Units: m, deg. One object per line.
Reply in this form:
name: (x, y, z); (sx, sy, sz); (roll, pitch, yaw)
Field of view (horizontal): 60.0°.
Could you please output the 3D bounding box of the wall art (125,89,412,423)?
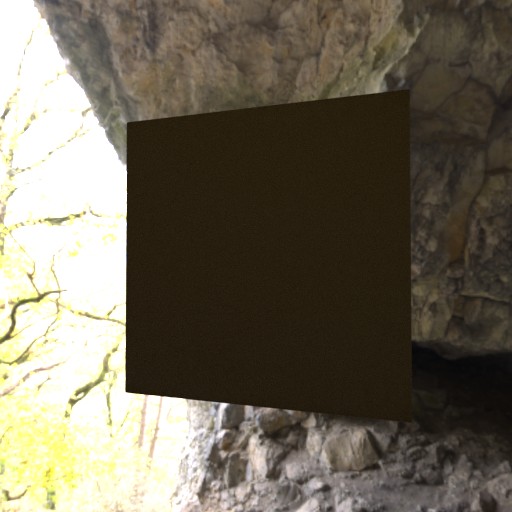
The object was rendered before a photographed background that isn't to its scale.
wall art: (0.000, 0.000, 0.764); (0.503, 0.506, 0.030); (0, -1, 18)
